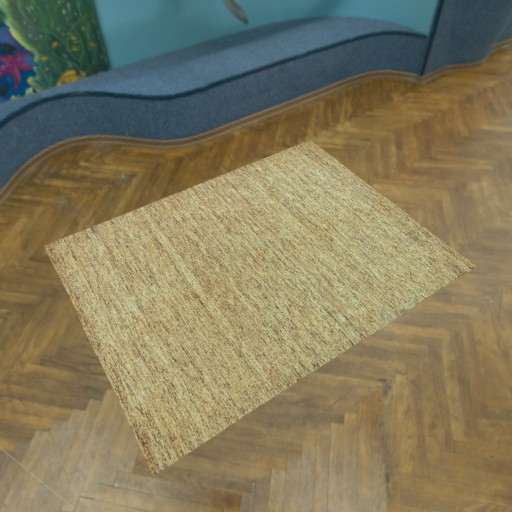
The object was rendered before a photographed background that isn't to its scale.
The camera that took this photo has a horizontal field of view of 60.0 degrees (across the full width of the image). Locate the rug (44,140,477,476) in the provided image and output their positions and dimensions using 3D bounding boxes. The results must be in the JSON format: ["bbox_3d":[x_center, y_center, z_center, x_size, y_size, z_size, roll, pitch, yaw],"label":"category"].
[{"bbox_3d":[0.000,0.000,4.112,3.200,0.012,2.438,-26,53,-22],"label":"rug"}]
